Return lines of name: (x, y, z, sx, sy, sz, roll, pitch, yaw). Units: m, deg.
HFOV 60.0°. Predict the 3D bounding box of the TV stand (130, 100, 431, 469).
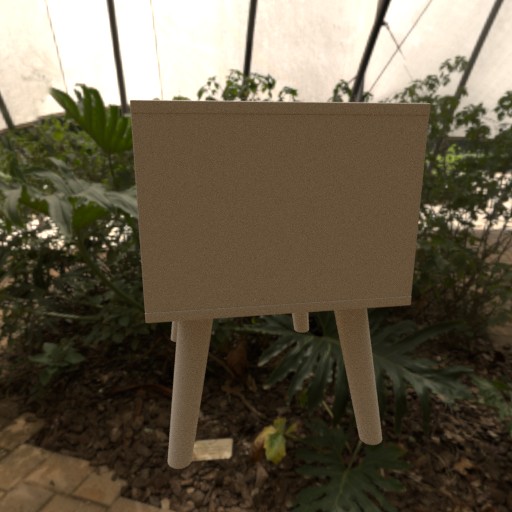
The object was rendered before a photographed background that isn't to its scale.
TV stand: (0.000, 0.000, 0.898, 0.405, 0.559, 0.508, -3, 16, -9)
